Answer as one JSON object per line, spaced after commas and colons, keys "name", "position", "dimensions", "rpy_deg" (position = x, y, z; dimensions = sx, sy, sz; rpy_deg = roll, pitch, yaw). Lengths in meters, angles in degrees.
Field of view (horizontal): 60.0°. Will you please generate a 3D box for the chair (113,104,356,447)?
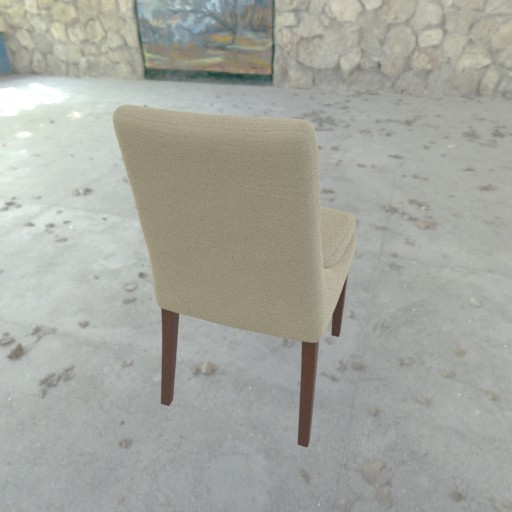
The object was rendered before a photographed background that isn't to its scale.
{"name": "chair", "position": [0.000, 0.000, 1.296], "dimensions": [0.515, 0.940, 0.638], "rpy_deg": [10, 32, 16]}
